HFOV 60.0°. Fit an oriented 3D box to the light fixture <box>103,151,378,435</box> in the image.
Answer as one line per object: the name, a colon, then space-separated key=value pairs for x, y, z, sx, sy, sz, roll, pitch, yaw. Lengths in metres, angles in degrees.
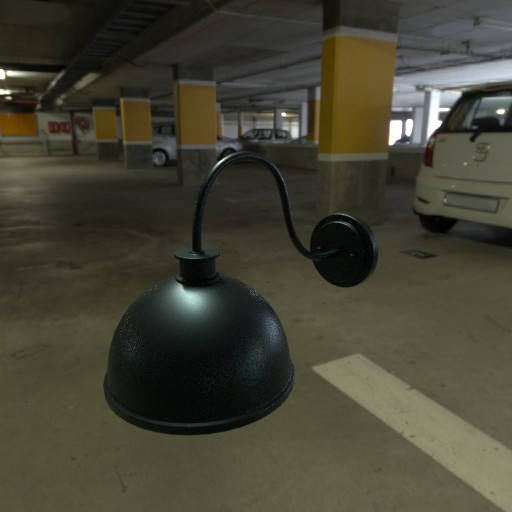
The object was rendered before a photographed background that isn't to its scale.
light fixture: x=0.000 y=0.000 z=0.639 sx=0.253 sy=0.295 sz=0.467 roll=14 pitch=21 yaw=42
